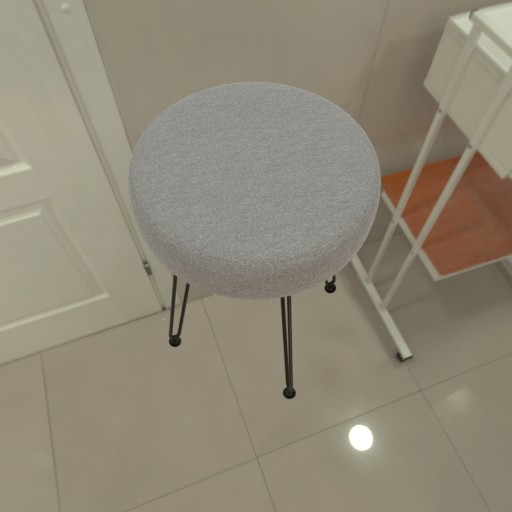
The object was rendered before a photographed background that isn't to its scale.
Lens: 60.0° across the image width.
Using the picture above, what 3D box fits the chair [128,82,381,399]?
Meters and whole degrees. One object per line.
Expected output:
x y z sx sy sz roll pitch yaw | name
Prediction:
0.000 0.000 0.690 0.350 0.440 0.350 -18 59 -11 | chair
